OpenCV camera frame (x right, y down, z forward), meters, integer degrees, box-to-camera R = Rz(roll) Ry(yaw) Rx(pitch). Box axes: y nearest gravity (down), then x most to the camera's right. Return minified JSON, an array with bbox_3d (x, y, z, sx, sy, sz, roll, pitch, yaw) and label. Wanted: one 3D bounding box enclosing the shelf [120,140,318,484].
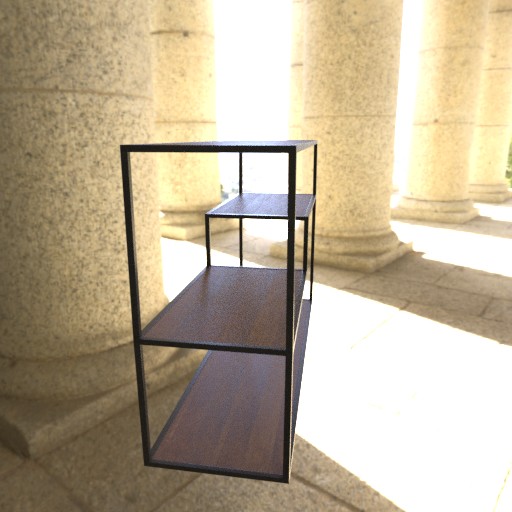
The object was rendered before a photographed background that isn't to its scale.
[{"bbox_3d":[0.000,0.000,1.531,0.361,0.765,1.201,3,15,9],"label":"shelf"}]
